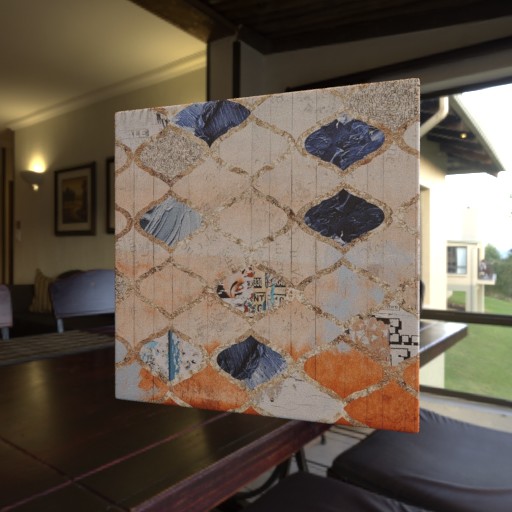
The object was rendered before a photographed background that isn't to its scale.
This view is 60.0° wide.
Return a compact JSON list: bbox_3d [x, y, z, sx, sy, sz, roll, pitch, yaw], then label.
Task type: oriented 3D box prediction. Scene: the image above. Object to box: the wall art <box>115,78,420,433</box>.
[{"bbox_3d":[0.000,0.000,0.440,0.303,0.304,0.036,0,0,18],"label":"wall art"}]
